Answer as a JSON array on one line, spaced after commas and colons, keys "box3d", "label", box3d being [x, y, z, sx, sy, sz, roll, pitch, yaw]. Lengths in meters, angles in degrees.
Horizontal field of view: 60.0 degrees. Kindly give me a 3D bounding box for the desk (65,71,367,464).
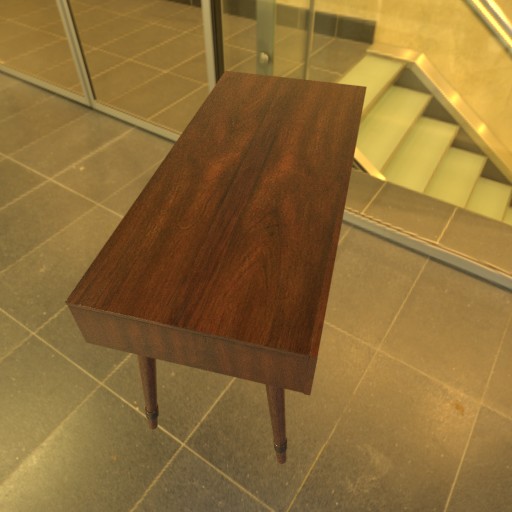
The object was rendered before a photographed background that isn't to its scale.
[{"box3d": [0.000, 0.000, 2.113, 0.734, 1.031, 1.577, 11, 47, 10], "label": "desk"}]
